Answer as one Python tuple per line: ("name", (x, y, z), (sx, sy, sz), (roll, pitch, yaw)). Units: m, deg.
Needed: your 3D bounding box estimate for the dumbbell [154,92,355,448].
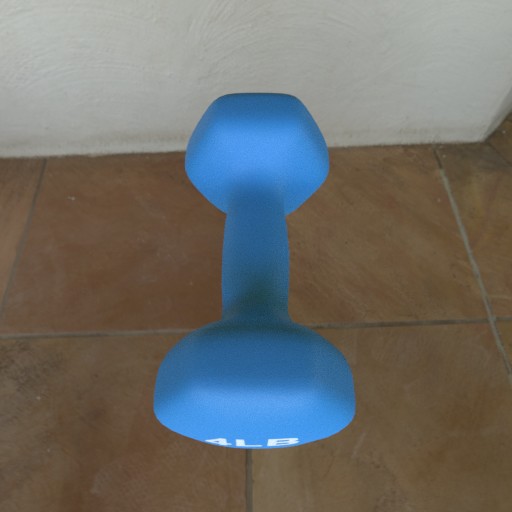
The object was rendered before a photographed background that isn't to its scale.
("dumbbell", (0.000, 0.000, 0.192), (0.074, 0.066, 0.152), (1, 57, 1))
